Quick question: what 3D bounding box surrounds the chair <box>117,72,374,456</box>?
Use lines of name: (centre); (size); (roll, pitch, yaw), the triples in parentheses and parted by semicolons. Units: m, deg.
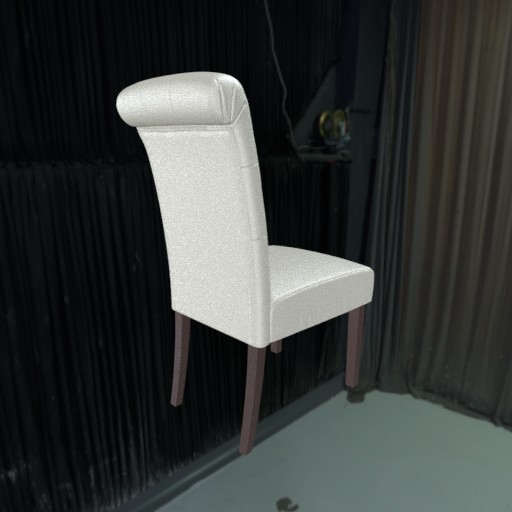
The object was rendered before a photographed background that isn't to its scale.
chair: (0.000, 0.000, 1.386); (0.456, 1.006, 0.671); (14, 21, 43)
